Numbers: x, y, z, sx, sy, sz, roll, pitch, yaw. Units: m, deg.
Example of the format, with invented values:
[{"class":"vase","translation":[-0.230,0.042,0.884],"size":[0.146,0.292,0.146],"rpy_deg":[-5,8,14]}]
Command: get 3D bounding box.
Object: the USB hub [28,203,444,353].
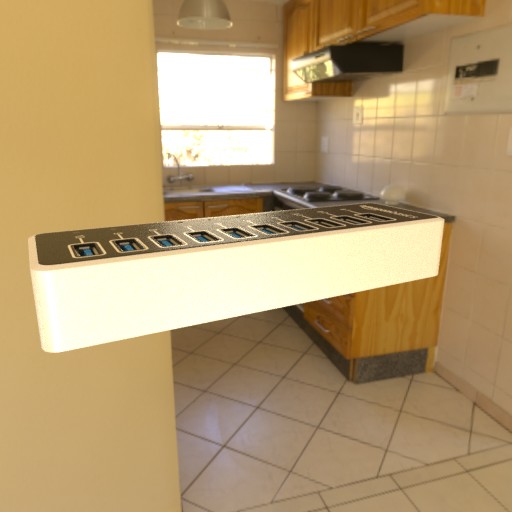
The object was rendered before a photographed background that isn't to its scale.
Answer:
[{"class":"USB hub","translation":[0.000,0.000,0.160],"size":[0.145,0.023,0.044],"rpy_deg":[-8,18,-26]}]
